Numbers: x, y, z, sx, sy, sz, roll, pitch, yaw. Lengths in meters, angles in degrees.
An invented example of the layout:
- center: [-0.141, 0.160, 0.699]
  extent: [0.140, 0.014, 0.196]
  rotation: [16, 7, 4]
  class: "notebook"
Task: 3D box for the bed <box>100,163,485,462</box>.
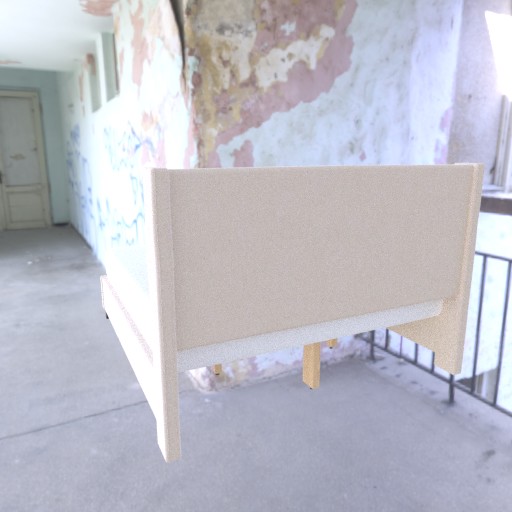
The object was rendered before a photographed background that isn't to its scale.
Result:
- center: [0.000, 0.000, 3.531]
  extent: [2.145, 1.471, 2.293]
  rotation: [-6, 15, -25]
  class: "bed"
